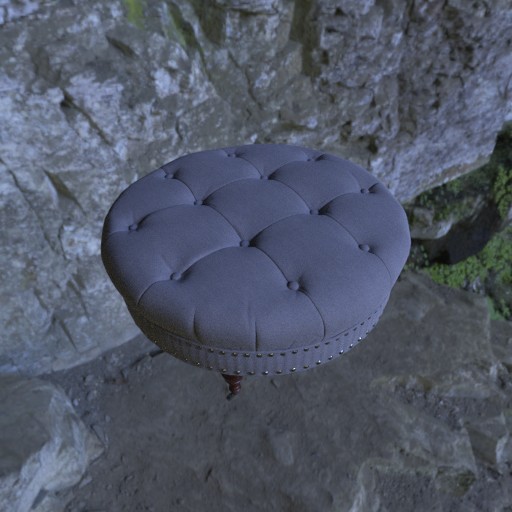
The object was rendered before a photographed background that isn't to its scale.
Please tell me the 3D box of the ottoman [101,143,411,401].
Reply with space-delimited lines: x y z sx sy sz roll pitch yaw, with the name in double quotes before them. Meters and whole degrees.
"ottoman" 0.000 0.000 1.420 0.901 0.439 0.901 0 40 0
